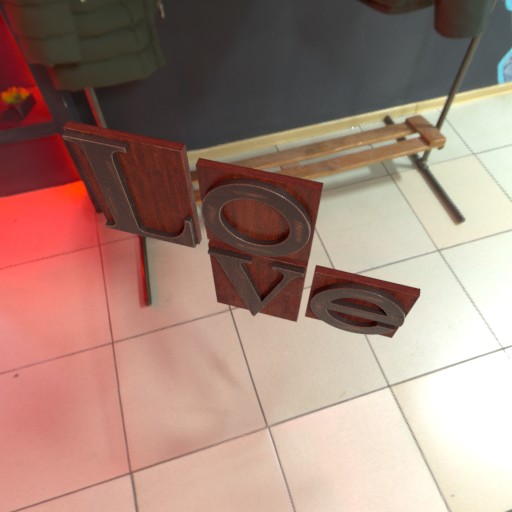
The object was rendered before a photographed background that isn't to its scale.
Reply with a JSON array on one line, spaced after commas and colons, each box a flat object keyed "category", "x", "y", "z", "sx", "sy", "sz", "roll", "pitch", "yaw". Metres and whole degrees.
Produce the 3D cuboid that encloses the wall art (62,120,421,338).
[{"category": "wall art", "x": 0.000, "y": 0.000, "z": 0.868, "sx": 0.635, "sy": 0.497, "sz": 0.030, "roll": 13, "pitch": 58, "yaw": 8}]
